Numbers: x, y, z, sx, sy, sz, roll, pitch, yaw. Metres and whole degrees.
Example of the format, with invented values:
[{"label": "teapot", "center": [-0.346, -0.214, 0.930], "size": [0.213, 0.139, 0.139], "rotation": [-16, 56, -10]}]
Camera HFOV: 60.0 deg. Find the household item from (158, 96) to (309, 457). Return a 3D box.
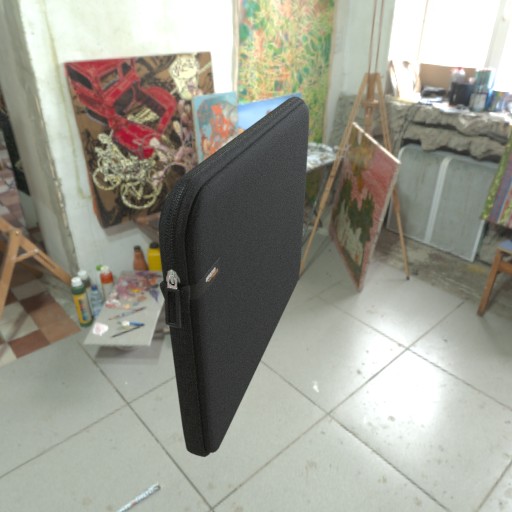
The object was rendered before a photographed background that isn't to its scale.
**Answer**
[{"label": "household item", "center": [0.000, 0.000, 0.525], "size": [0.030, 0.305, 0.396], "rotation": [10, 32, 16]}]
